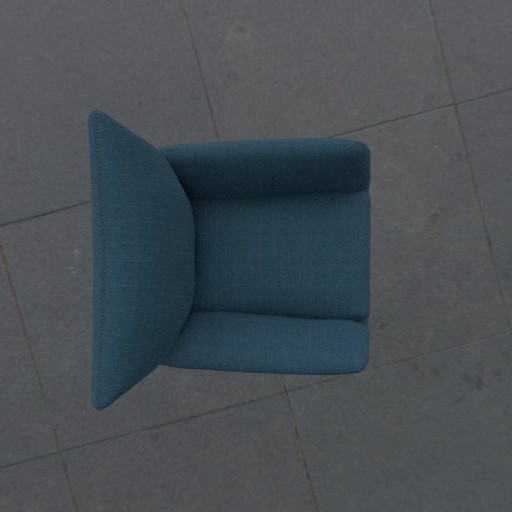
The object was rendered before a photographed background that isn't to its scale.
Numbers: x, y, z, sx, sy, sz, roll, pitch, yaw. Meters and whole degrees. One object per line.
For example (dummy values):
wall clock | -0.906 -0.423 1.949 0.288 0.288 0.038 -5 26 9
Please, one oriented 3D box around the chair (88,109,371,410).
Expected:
chair | 0.000 0.000 1.402 0.769 0.859 0.678 0 92 0
